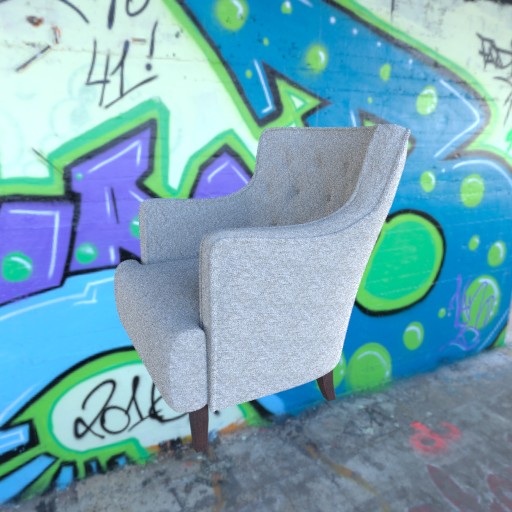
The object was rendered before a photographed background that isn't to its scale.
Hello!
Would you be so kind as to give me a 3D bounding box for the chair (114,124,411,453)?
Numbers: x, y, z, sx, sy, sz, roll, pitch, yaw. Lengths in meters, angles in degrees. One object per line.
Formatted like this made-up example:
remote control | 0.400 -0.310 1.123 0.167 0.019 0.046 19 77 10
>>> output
chair | 0.000 0.000 1.639 0.910 0.920 0.820 -8 17 -26
